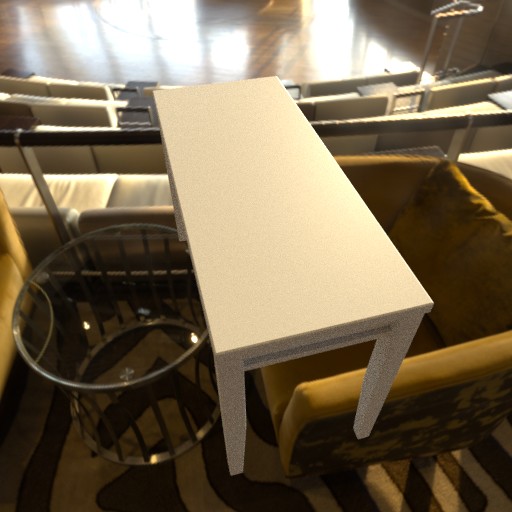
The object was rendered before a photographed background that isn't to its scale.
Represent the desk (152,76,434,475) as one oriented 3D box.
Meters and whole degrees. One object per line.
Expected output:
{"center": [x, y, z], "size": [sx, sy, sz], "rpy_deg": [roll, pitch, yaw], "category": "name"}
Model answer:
{"center": [0.000, 0.000, 1.645], "size": [0.508, 0.775, 1.220], "rpy_deg": [-11, 47, -10], "category": "desk"}
